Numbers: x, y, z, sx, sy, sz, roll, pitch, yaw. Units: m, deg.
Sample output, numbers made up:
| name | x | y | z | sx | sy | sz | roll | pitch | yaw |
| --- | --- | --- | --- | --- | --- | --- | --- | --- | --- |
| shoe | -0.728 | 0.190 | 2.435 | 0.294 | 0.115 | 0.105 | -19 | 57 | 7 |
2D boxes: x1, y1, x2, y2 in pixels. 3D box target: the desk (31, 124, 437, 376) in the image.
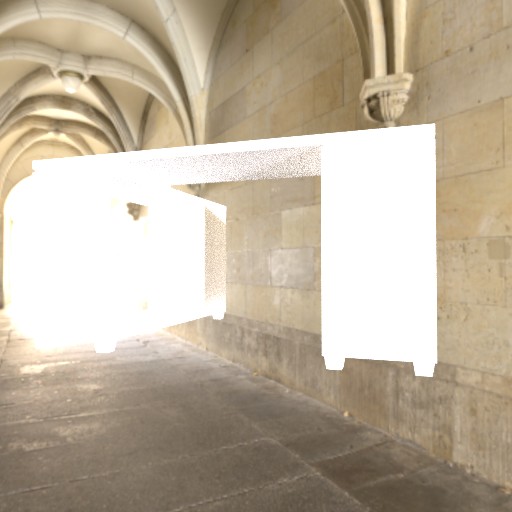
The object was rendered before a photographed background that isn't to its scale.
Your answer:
| name | x | y | z | sx | sy | sz | roll | pitch | yaw |
| --- | --- | --- | --- | --- | --- | --- | --- | --- | --- |
| desk | 0.000 | 0.000 | 2.131 | 1.524 | 0.759 | 1.199 | 0 | -1 | 18 |
